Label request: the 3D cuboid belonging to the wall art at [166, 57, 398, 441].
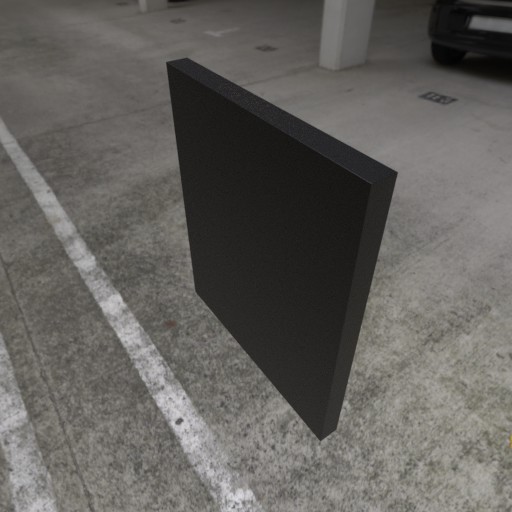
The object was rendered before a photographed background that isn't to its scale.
[{"bbox_3d":[0.000,0.000,0.546,0.028,0.380,0.325,-25,47,-26],"label":"wall art"}]
